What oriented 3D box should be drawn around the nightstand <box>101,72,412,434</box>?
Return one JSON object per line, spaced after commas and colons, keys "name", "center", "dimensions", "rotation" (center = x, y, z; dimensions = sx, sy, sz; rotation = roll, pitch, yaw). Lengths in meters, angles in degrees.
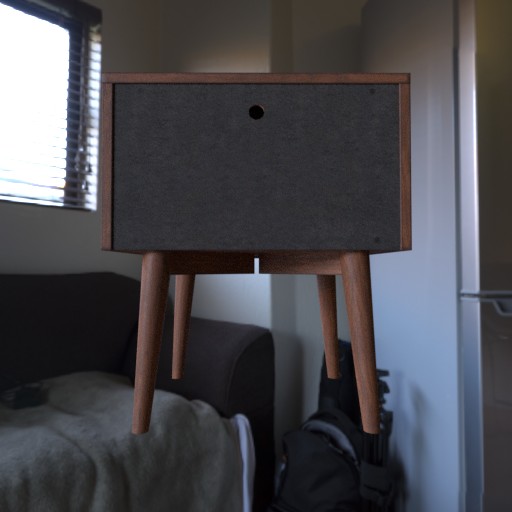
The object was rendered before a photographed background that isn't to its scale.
{"name": "nightstand", "center": [0.000, 0.000, 0.960], "dimensions": [0.521, 0.607, 0.445], "rotation": [0, -2, 0]}
